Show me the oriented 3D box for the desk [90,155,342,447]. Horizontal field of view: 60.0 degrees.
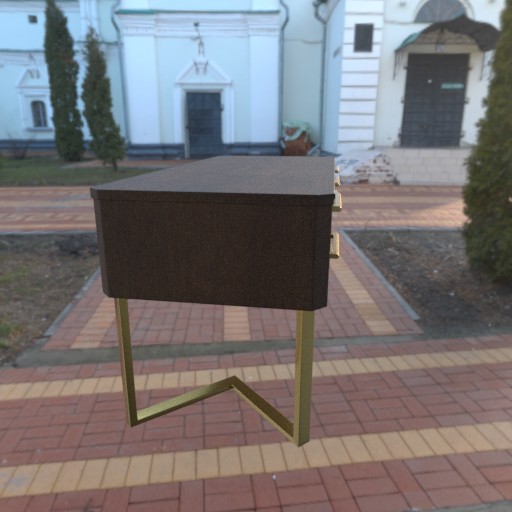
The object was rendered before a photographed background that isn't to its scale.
[{"bbox_3d":[0.000,0.000,1.934,0.684,0.762,1.479,3,16,9],"label":"desk"}]
